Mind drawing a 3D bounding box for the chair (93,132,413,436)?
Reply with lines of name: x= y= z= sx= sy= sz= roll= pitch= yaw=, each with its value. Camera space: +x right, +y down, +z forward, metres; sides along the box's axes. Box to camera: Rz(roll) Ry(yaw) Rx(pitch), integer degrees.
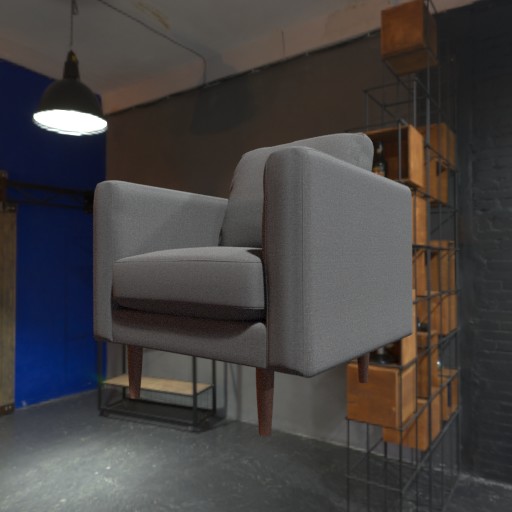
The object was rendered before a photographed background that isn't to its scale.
chair: x=0.000 y=0.000 z=1.548 sx=0.854 sy=0.927 sz=0.800 roll=-1 pitch=-1 yaw=37
